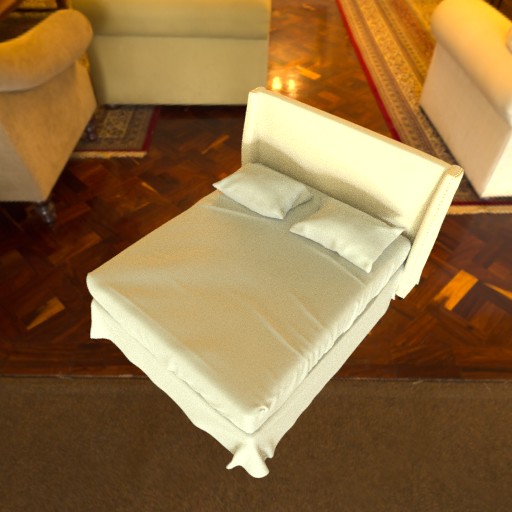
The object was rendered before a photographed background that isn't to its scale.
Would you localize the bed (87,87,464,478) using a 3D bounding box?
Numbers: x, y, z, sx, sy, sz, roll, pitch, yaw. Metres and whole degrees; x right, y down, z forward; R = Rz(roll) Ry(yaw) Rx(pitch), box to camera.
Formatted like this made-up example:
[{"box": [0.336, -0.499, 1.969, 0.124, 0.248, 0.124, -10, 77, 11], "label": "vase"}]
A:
[{"box": [0.000, 0.000, 3.399, 1.925, 1.332, 2.276, 32, 55, 27], "label": "bed"}]
